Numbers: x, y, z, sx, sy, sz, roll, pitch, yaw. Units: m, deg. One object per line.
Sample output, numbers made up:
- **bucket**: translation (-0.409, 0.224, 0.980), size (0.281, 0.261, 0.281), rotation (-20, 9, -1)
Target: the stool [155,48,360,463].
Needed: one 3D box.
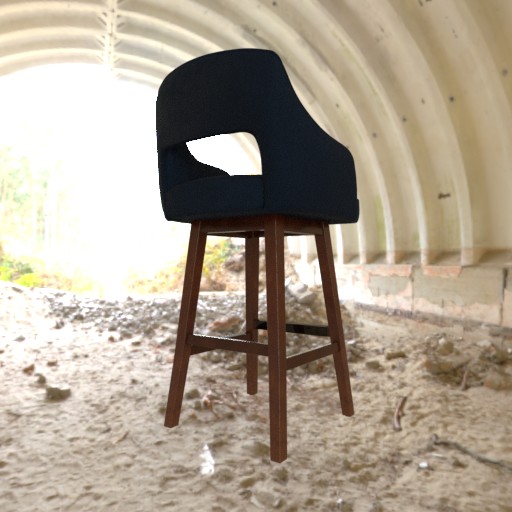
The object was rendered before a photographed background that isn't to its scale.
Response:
- **stool**: translation (0.000, 0.000, 1.378), size (0.550, 1.041, 0.560), rotation (-1, -1, 36)
